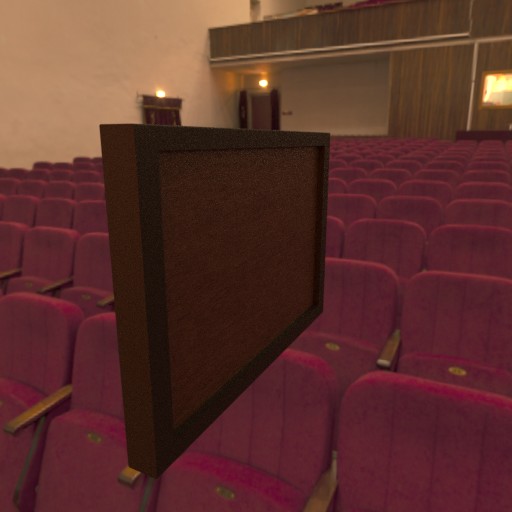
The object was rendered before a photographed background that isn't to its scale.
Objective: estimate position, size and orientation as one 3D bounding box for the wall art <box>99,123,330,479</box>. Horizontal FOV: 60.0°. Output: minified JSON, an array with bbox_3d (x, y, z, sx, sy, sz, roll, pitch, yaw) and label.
[{"bbox_3d":[0.000,0.000,0.834,0.051,0.456,0.671,7,16,26],"label":"wall art"}]
